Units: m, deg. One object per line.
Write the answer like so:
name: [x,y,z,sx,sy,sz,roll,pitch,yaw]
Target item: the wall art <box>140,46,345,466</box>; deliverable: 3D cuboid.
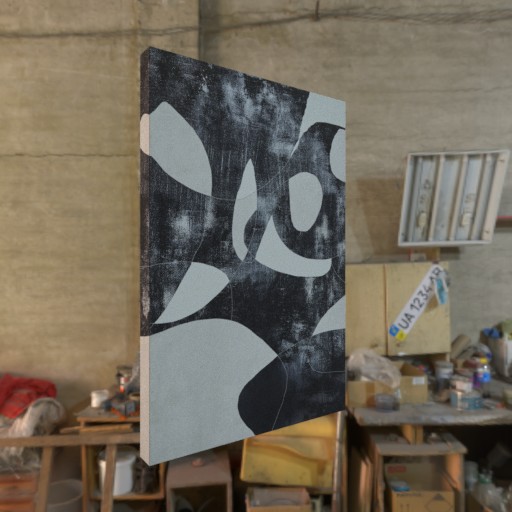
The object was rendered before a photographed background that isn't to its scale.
wall art: [0.000,0.000,0.776,0.407,0.610,0.039,0,0,-35]
